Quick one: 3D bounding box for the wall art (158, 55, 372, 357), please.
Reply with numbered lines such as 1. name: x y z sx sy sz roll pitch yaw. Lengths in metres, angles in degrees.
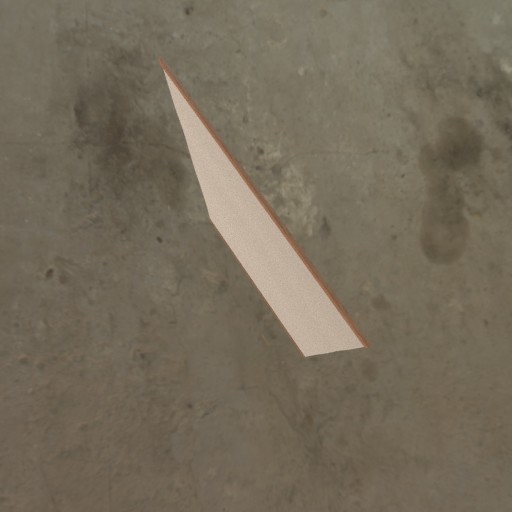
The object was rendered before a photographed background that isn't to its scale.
1. wall art: 0.000 0.000 1.950 0.019 1.527 1.019 -33 79 -8
